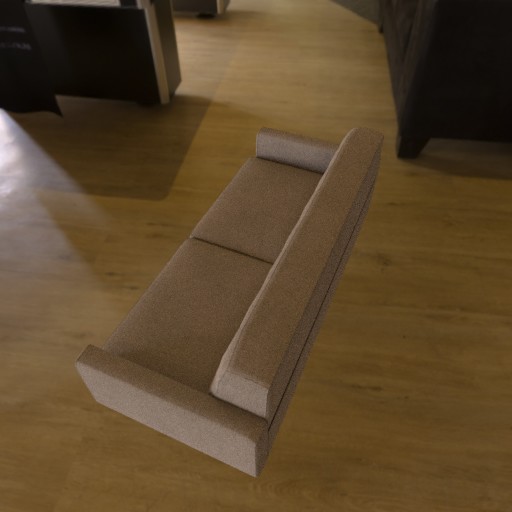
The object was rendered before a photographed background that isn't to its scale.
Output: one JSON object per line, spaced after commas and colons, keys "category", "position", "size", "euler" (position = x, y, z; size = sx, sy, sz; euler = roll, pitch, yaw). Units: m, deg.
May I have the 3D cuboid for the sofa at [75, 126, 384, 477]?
{"category": "sofa", "position": [0.000, 0.000, 2.499], "size": [0.909, 0.841, 2.029], "euler": [18, 50, 16]}
